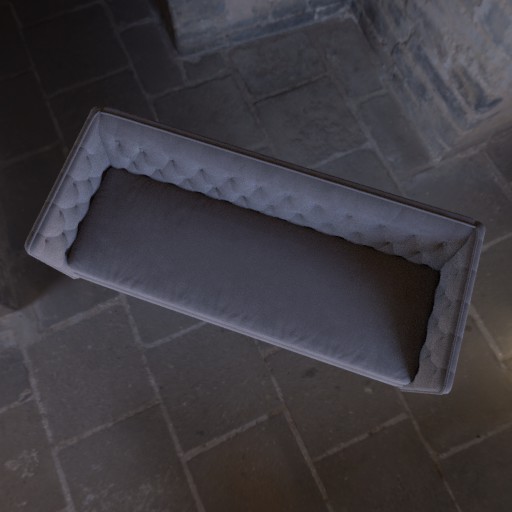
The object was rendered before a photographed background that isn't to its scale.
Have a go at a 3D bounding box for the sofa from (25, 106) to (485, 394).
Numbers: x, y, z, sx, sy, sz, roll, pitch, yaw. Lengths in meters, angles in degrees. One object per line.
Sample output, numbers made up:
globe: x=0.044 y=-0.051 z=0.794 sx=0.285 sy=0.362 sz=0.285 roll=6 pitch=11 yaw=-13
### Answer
sofa: x=0.000 y=0.000 z=2.569 sx=2.209 sy=0.771 sz=0.895 roll=18 pitch=75 yaw=5
